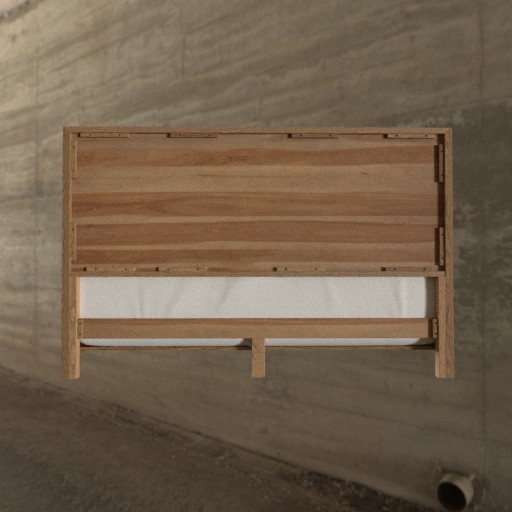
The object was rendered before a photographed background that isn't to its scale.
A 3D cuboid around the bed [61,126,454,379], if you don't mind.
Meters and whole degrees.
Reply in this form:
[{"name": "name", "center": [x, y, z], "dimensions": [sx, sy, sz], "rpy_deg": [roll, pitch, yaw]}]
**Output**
[{"name": "bed", "center": [0.000, 0.000, 3.370], "dimensions": [2.013, 1.295, 2.184], "rpy_deg": [0, -1, -1]}]
